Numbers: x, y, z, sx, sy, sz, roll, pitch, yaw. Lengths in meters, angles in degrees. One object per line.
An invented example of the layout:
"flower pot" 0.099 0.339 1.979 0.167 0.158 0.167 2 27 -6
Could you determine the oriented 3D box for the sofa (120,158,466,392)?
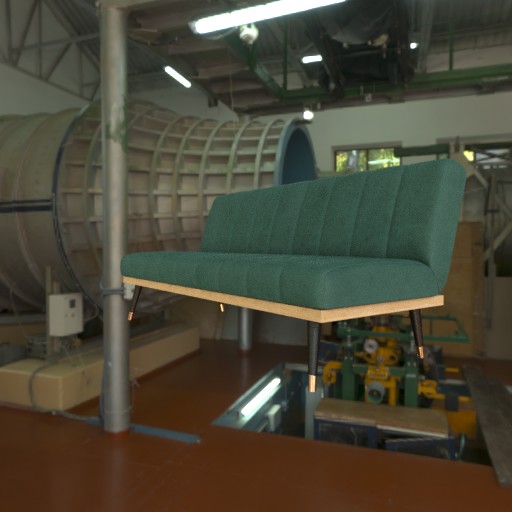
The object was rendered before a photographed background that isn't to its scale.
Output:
"sofa" 0.000 0.000 2.303 0.830 0.820 1.810 -1 2 -36
